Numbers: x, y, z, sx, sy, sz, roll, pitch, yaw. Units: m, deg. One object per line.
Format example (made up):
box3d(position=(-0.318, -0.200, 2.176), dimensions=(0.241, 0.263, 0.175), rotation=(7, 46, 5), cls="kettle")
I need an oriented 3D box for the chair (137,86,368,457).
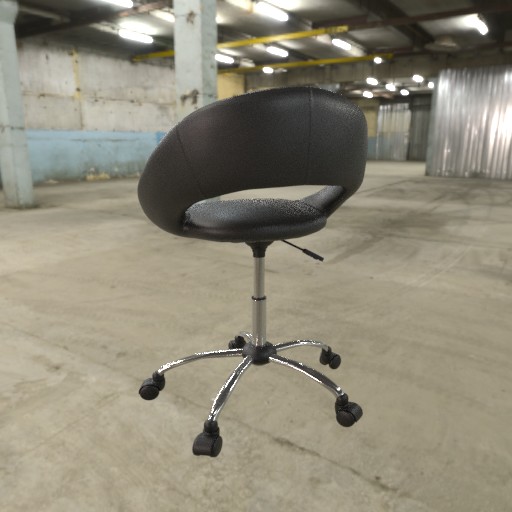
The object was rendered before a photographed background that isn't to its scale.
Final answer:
box3d(position=(0.000, 0.000, 1.167), dimensions=(0.612, 0.791, 0.538), rotation=(-7, 15, -27), cls="chair")
